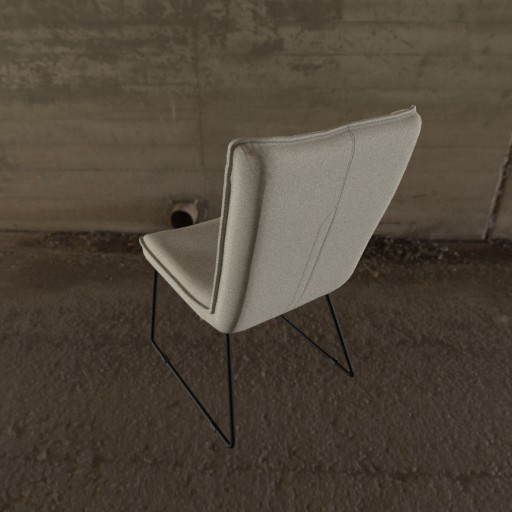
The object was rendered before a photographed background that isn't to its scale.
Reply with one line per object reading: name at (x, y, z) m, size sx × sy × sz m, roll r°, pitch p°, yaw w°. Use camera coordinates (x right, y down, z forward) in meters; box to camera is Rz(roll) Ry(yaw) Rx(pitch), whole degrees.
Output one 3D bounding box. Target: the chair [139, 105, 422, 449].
chair at (0.000, 0.000, 1.341) m, size 0.515 × 0.930 × 0.688 m, roll -19°, pitch 36°, yaw -29°
